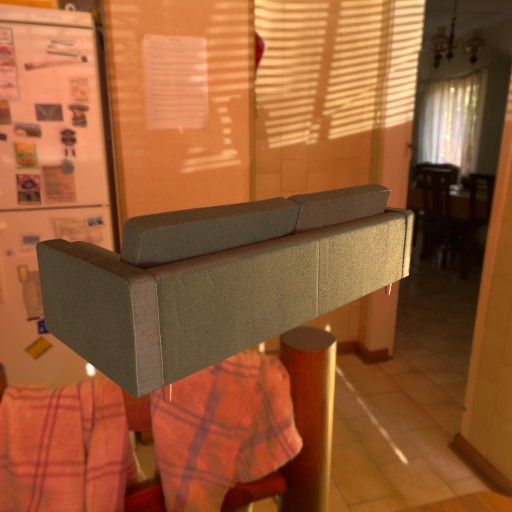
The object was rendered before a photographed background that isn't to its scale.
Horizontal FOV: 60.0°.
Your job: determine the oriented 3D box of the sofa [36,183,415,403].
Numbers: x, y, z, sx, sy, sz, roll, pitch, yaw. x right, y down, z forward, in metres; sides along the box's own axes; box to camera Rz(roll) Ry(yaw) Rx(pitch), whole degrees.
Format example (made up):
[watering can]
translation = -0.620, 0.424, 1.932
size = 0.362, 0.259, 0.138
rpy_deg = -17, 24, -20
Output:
[sofa]
translation = 0.000, 0.000, 2.650
size = 0.918, 0.769, 2.199
rpy_deg = 14, 21, 43
